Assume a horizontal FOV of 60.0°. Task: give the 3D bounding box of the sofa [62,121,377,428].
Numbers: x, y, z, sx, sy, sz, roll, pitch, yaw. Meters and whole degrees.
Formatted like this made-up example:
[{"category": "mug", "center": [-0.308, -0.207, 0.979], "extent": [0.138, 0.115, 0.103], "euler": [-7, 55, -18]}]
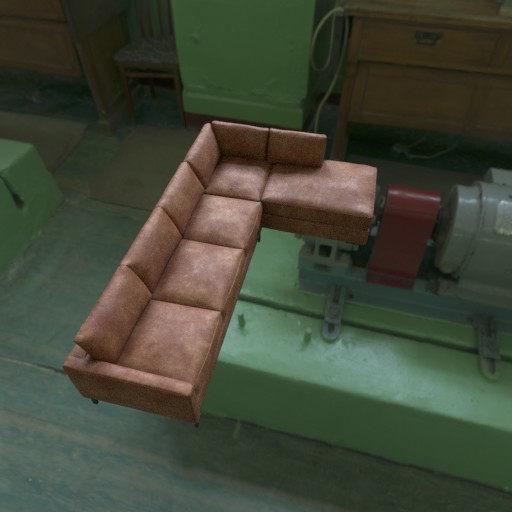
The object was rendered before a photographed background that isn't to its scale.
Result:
[{"category": "sofa", "center": [0.000, 0.000, 3.915], "extent": [1.938, 0.877, 2.984], "euler": [10, 48, 9]}]
